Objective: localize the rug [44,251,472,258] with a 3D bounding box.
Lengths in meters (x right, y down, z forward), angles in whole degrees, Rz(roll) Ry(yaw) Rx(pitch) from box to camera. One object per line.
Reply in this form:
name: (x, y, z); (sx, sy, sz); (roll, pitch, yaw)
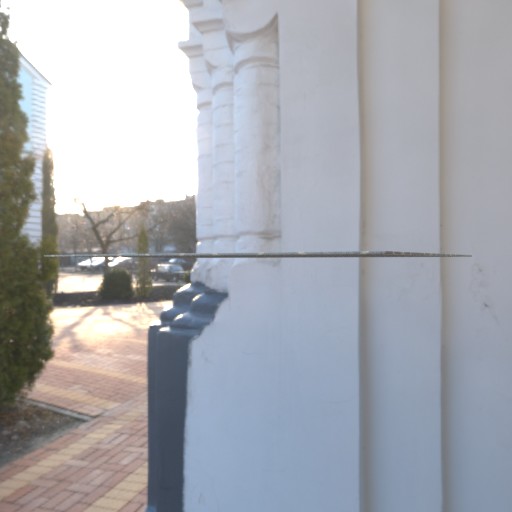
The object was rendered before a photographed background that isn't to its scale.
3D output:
rug: (0.000, 0.000, 2.617); (2.080, 0.010, 1.451); (0, -1, 36)
